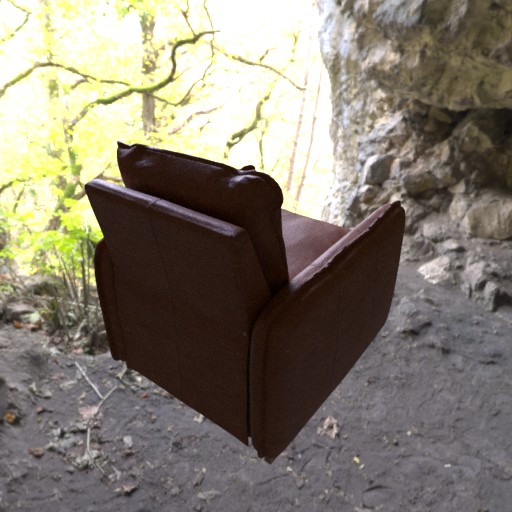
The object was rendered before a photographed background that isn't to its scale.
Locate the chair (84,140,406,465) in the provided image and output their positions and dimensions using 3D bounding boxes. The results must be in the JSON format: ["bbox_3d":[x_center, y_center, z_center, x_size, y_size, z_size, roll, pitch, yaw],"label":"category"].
[{"bbox_3d":[0.000,0.000,1.625,0.830,0.922,0.922,21,36,32],"label":"chair"}]
